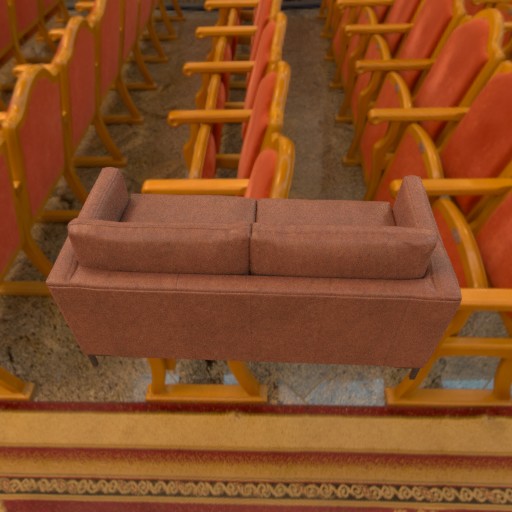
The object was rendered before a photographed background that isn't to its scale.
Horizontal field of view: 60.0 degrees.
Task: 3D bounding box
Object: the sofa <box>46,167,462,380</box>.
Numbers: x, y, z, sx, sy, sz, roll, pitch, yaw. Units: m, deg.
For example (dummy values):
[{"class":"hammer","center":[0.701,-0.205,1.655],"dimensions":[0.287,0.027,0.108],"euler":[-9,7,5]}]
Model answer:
[{"class":"sofa","center":[0.000,0.000,2.321],"dimensions":[1.797,0.883,0.899],"euler":[2,46,2]}]
